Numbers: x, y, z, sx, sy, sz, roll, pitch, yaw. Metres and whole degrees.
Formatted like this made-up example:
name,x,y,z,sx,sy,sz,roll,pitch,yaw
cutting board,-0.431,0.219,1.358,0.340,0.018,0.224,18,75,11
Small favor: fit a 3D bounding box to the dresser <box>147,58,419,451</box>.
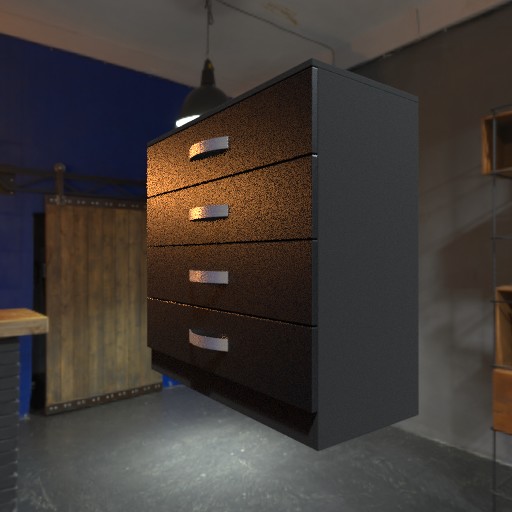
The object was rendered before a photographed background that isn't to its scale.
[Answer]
name,x,y,z,sx,sy,sz,roll,pitch,yaw
dresser,0.000,0.000,1.197,0.360,0.720,0.750,0,0,-37
